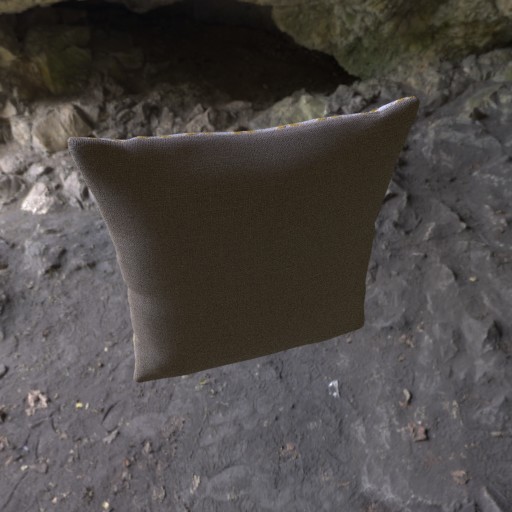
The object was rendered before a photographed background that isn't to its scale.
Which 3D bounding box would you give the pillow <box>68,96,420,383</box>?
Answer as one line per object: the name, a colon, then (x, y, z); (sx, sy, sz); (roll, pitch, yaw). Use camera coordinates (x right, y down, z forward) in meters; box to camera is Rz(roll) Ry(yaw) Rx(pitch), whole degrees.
pillow: (0.000, 0.000, 0.655); (0.429, 0.436, 0.159); (-12, 42, -14)
